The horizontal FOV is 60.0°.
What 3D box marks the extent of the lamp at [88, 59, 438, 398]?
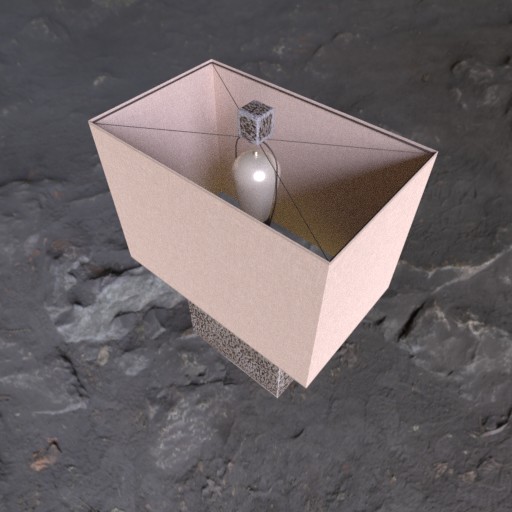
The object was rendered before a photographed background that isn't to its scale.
[{"bbox_3d":[0.000,0.000,0.564,0.294,0.411,0.180,32,56,25],"label":"lamp"}]
